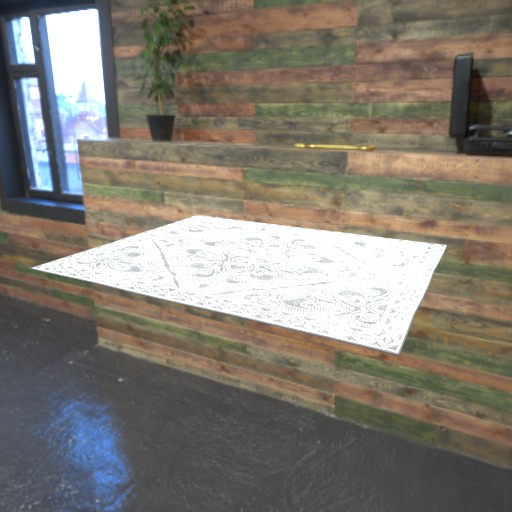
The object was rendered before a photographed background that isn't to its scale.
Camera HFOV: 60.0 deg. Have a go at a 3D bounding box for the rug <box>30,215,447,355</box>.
[{"bbox_3d":[0.000,0.000,4.072,3.048,0.012,2.438,9,20,27],"label":"rug"}]
